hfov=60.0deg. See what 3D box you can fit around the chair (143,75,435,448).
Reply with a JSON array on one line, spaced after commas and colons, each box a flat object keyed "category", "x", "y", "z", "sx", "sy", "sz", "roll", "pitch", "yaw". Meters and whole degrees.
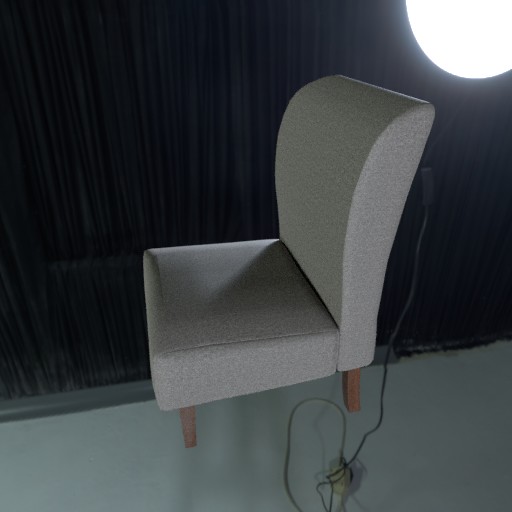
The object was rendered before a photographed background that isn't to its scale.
[{"category": "chair", "x": 0.000, "y": 0.000, "z": 1.139, "sx": 0.592, "sy": 0.804, "sz": 0.513, "roll": -8, "pitch": 30, "yaw": -14}]
